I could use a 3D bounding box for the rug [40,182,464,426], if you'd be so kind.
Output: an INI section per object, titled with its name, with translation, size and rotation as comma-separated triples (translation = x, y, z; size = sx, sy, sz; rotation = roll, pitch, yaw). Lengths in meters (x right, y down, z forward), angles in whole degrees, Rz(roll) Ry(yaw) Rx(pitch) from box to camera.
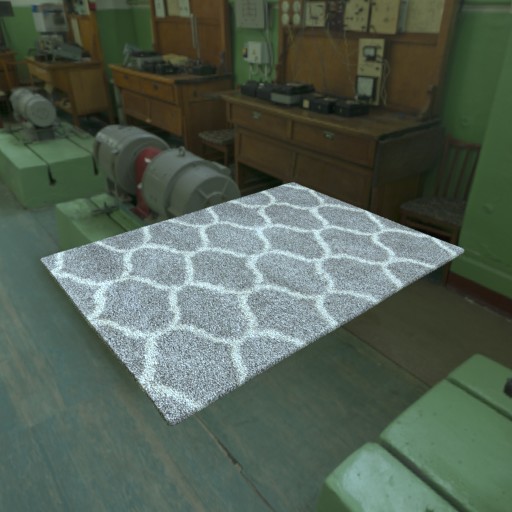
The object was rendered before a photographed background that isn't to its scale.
[rug]
translation = 0.000, 0.000, 2.076
size = 1.600, 0.025, 1.200
rotation = -22, 36, -33
